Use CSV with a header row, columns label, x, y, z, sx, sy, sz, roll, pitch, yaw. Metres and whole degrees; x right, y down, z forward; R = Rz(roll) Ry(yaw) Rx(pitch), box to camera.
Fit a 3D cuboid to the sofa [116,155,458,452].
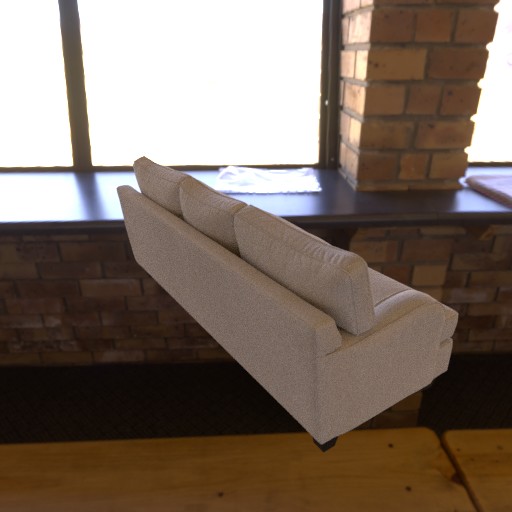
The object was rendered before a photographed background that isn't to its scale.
label,x,y,z,sx,sy,sz,roll,pitch,yaw
sofa,0.000,0.000,2.863,1.016,0.991,2.323,-16,29,-31
